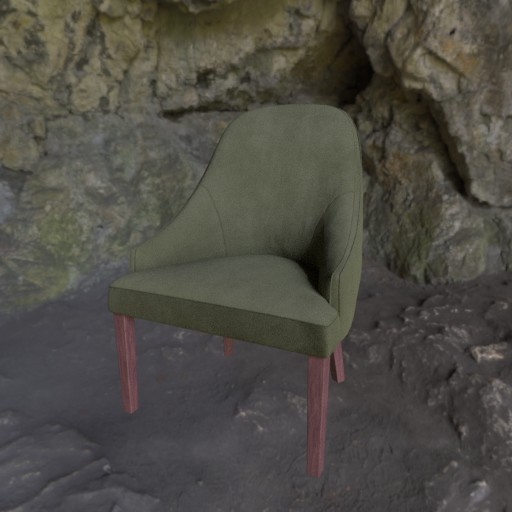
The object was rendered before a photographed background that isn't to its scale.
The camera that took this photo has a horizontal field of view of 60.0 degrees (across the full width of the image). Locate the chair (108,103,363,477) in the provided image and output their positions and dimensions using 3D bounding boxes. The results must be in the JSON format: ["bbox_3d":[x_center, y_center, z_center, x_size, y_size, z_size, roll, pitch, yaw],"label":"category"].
[{"bbox_3d":[0.000,0.000,1.300,0.643,0.889,0.575,7,15,26],"label":"chair"}]
